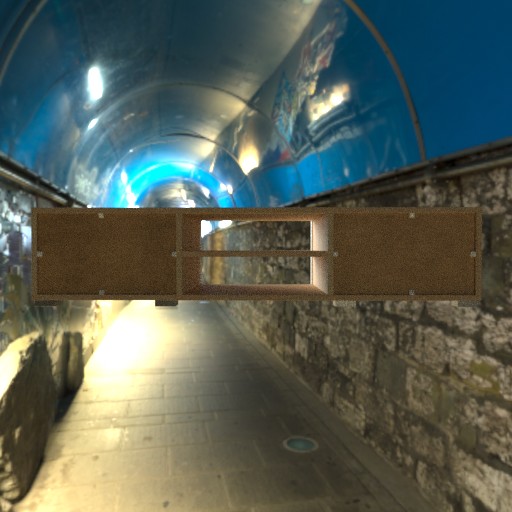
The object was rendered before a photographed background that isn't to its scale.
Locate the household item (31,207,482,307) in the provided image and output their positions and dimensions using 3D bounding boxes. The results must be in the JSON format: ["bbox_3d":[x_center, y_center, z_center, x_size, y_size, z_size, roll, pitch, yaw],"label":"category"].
[{"bbox_3d":[0.000,0.000,1.588,1.400,0.310,0.420,0,1,1],"label":"household item"}]
